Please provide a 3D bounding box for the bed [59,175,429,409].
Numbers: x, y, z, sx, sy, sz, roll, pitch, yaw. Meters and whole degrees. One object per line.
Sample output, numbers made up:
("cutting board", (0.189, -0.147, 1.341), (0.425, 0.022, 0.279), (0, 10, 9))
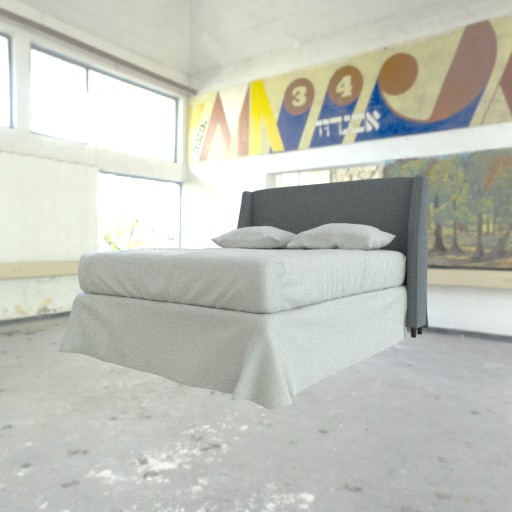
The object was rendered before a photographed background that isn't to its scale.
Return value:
("bed", (0.000, 0.000, 3.386), (1.925, 1.332, 2.276), (1, 2, 38))
